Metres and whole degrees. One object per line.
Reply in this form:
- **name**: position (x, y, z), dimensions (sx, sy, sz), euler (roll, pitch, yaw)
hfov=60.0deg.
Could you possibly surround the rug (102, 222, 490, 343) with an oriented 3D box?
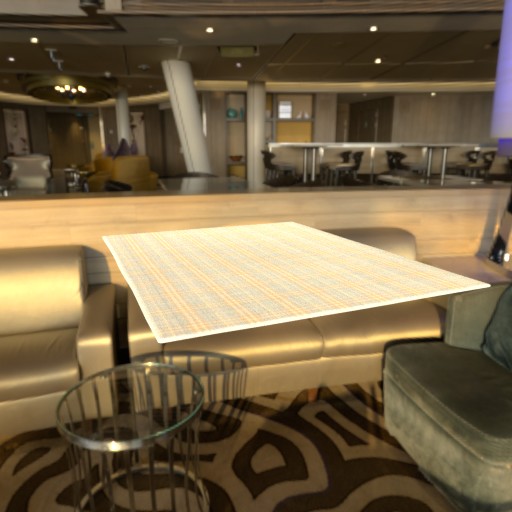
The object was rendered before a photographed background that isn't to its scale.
- **rug**: position (0.000, 0.000, 4.151), dimensions (2.462, 0.030, 3.066), euler (-6, 15, -23)
